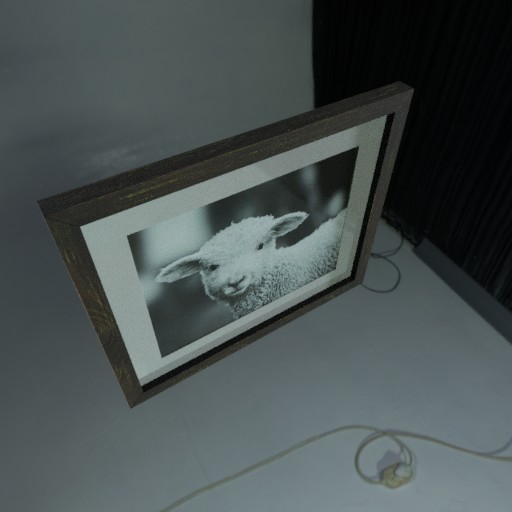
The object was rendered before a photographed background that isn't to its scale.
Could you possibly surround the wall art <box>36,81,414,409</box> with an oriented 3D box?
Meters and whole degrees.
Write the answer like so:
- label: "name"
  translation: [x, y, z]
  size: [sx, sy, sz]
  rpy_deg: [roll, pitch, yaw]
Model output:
- label: "wall art"
  translation: [0.000, 0.000, 0.751]
  size: [0.558, 0.457, 0.032]
  rpy_deg: [-25, 51, -22]
